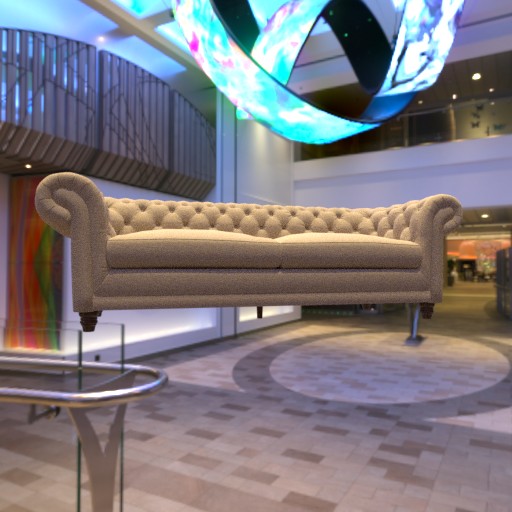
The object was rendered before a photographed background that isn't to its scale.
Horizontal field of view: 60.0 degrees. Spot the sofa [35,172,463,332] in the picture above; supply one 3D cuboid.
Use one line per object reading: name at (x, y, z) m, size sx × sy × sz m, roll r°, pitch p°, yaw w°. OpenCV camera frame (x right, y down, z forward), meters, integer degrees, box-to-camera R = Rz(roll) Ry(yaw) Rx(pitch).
sofa at (0.000, 0.000, 3.077) m, size 2.694 × 0.847 × 1.076 m, roll 1°, pitch -2°, yaw -17°
